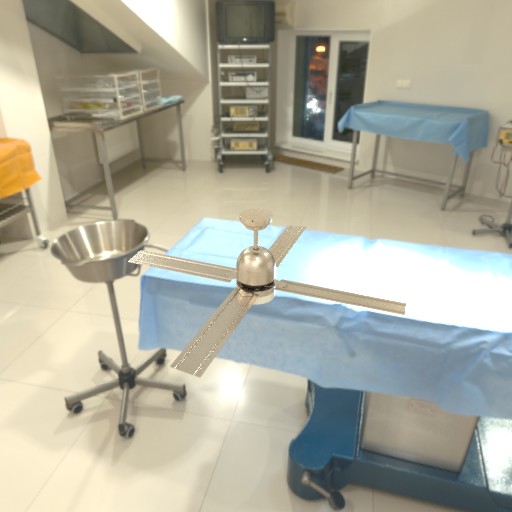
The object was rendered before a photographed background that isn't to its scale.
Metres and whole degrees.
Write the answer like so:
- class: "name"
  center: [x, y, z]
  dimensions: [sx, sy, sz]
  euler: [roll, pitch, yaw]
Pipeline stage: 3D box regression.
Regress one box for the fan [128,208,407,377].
- class: "fan"
  center: [0.000, 0.000, 2.013]
  dimensions: [1.346, 0.406, 1.346]
  euler: [9, 29, 17]
